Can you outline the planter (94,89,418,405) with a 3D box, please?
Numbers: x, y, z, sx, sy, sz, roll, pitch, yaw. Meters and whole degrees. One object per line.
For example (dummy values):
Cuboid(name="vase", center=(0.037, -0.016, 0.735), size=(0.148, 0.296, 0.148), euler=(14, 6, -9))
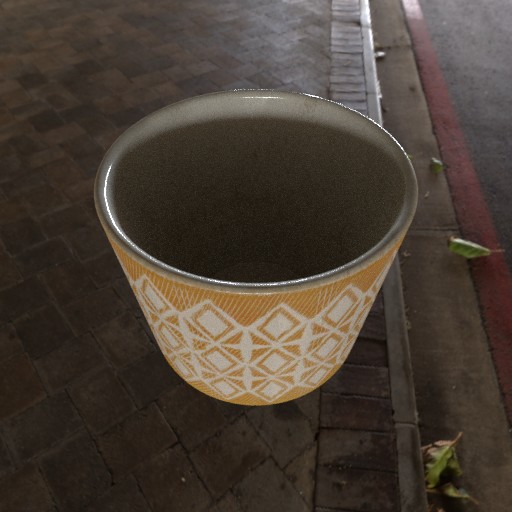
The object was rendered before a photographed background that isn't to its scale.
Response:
Cuboid(name="planter", center=(0.000, 0.000, 0.332), size=(0.193, 0.165, 0.193), euler=(0, 48, 0))
